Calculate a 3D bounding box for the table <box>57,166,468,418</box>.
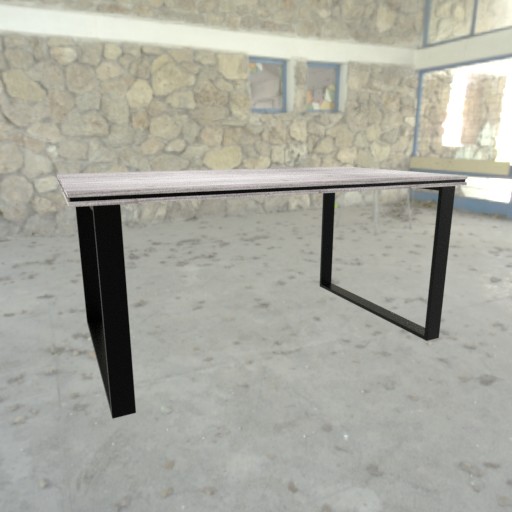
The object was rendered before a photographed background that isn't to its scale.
[{"bbox_3d":[0.000,0.000,2.038,1.579,0.736,0.881,-7,16,-24],"label":"table"}]
